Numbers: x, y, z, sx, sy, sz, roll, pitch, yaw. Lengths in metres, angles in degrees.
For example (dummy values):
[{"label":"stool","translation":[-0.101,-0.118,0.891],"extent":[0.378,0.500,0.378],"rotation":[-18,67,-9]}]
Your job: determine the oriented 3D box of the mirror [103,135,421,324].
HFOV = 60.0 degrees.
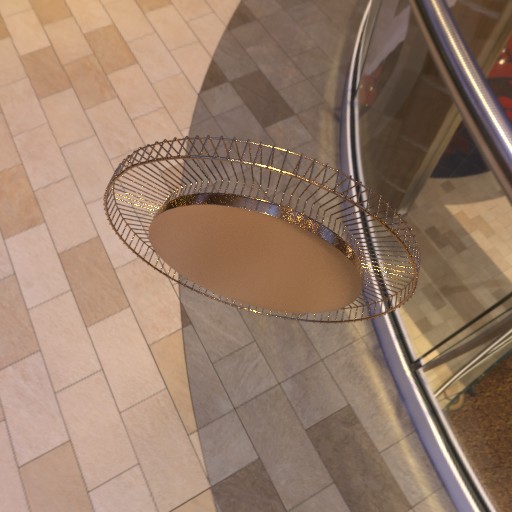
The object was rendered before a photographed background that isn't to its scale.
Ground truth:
[{"label":"mirror","translation":[0.000,0.000,1.012],"extent":[0.703,0.703,0.067],"rotation":[14,64,7]}]
